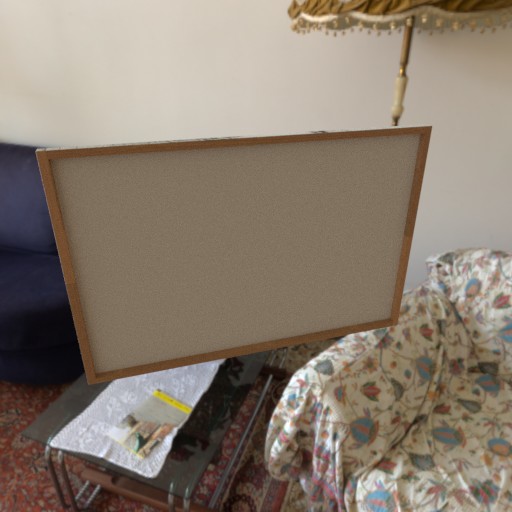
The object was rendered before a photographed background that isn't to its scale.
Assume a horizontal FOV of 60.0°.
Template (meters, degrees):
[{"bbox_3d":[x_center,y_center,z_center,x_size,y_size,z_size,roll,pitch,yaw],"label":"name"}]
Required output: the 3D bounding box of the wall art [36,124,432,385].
[{"bbox_3d":[0.000,0.000,1.137,0.914,0.607,0.023,-8,28,-15],"label":"wall art"}]
